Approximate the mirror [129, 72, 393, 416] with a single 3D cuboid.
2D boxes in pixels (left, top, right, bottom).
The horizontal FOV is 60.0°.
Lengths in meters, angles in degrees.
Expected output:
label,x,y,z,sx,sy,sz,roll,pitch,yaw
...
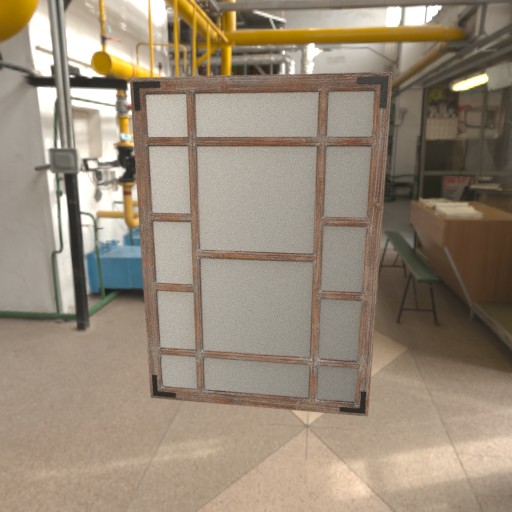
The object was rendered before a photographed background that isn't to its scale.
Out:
label,x,y,z,sx,sy,sz,roll,pitch,yaw
mirror,0.000,0.000,1.307,0.705,0.996,0.025,2,15,8
